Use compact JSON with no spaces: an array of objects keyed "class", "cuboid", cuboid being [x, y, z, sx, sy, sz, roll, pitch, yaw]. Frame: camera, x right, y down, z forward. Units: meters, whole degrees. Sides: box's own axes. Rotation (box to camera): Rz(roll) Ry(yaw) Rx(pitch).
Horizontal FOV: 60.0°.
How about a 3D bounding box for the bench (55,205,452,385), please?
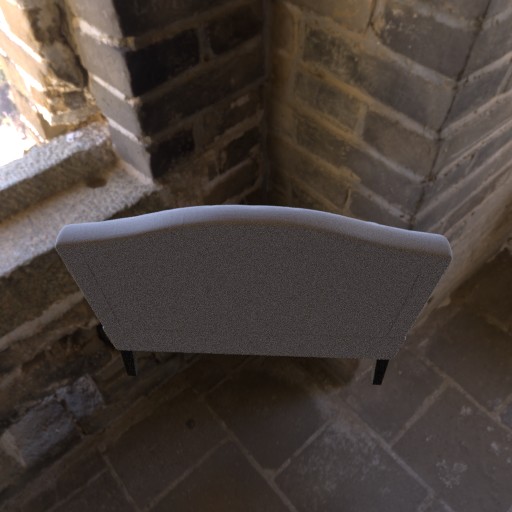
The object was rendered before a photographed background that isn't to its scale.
[{"class":"bench","cuboid":[0.000,0.000,2.045,1.335,1.180,0.815,2,47,2]}]
